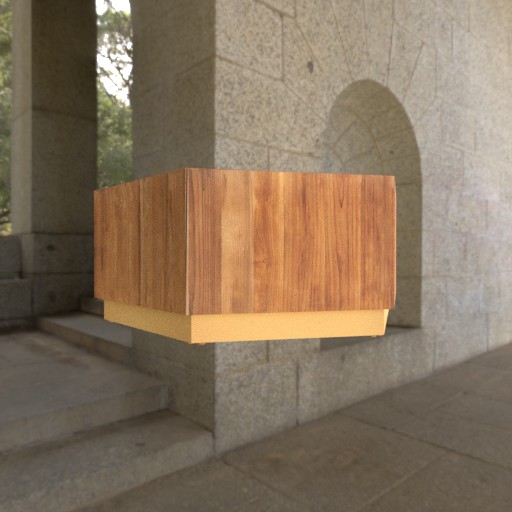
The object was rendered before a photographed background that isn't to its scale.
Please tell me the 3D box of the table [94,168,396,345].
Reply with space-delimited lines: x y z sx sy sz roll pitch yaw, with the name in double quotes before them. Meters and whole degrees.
"table" 0.000 0.000 1.666 1.000 0.456 1.154 0 1 18
